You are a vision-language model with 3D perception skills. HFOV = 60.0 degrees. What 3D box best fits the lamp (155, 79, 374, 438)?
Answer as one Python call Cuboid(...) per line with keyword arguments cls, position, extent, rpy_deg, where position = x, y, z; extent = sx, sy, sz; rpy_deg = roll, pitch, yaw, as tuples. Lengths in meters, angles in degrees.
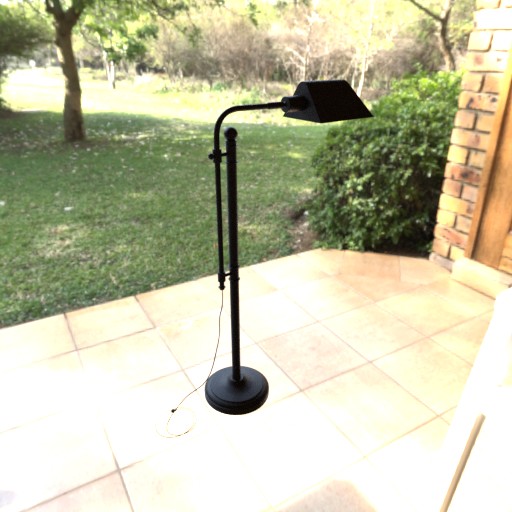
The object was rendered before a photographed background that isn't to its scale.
Cuboid(cls="lamp", position=(0.000, 0.000, 0.976), extent=(0.545, 0.708, 0.159), rpy_deg=(-17, 30, -32))
